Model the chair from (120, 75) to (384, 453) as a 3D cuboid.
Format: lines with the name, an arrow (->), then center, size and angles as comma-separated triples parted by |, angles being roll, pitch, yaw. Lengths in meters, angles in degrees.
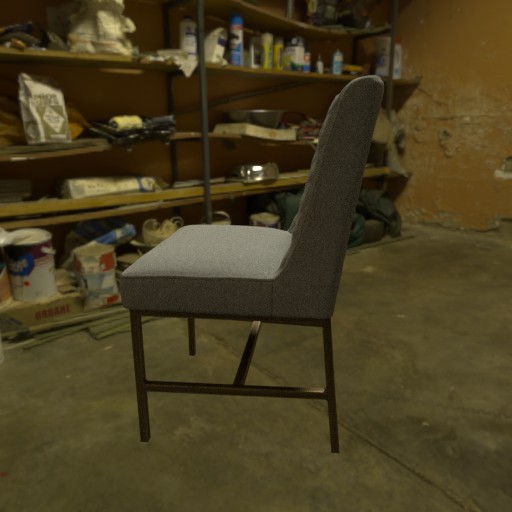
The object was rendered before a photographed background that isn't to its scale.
chair -> 0.000, 0.000, 1.223 | 0.587, 0.889, 0.508 | 2, 16, 7
